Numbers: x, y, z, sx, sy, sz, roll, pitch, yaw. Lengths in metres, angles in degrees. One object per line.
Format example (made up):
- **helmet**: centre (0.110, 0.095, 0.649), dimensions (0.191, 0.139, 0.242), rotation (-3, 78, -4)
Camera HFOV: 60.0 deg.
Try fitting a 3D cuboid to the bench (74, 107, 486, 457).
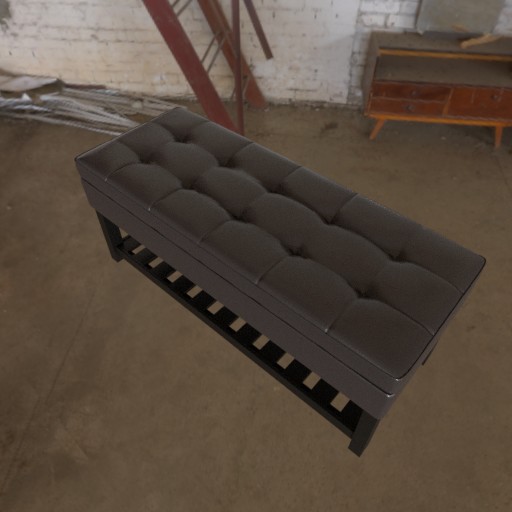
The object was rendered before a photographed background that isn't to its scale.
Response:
- **bench**: centre (0.000, 0.000, 1.338), dimensions (1.105, 0.460, 0.432), rotation (33, 55, 27)
